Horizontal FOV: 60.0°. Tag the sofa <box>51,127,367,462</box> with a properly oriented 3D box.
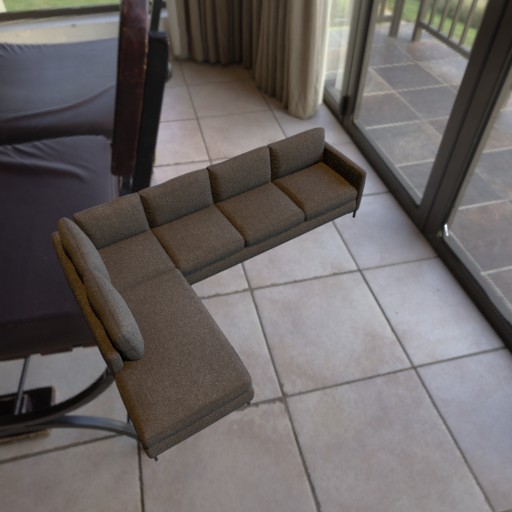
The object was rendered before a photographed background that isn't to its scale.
[{"bbox_3d":[0.000,0.000,3.868,2.949,0.815,2.007,-25,51,-22],"label":"sofa"}]
